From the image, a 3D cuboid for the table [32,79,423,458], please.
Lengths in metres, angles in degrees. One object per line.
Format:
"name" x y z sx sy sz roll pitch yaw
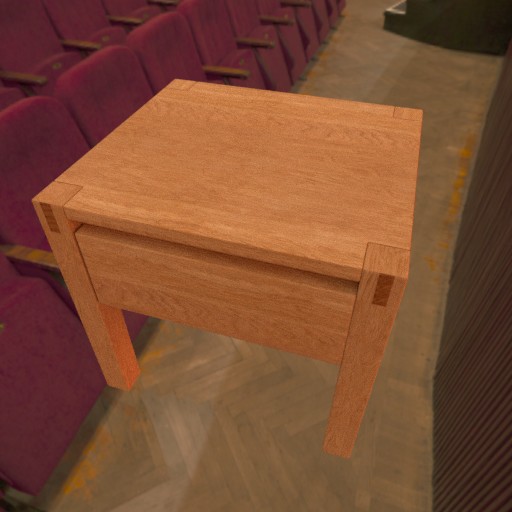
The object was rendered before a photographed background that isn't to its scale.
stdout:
"table" 0.000 0.000 0.832 0.480 0.450 0.440 12 44 13
